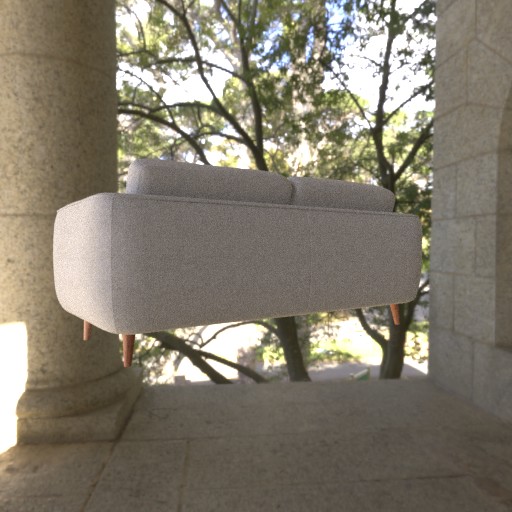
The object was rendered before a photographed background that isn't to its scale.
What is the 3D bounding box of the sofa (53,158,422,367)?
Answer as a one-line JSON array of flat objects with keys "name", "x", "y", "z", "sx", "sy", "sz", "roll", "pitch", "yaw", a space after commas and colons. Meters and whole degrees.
[{"name": "sofa", "x": 0.000, "y": 0.000, "z": 2.491, "sx": 2.000, "sy": 0.850, "sz": 0.920, "roll": -1, "pitch": 1, "yaw": -35}]
